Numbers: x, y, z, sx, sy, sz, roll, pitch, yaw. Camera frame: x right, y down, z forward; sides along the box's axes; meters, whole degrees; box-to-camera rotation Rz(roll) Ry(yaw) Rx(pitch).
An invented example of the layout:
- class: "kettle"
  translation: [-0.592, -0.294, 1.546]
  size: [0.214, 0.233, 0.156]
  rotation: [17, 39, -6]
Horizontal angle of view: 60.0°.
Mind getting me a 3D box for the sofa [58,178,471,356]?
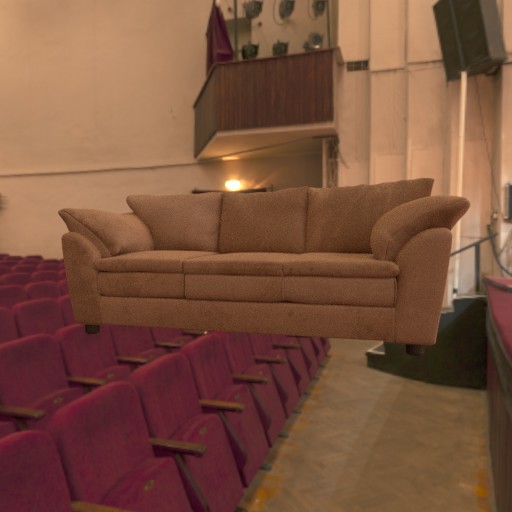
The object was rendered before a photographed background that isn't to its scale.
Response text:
- class: "sofa"
  translation: [0.000, 0.000, 2.830]
  size: [2.377, 0.981, 0.893]
  rotation: [0, 1, 17]
